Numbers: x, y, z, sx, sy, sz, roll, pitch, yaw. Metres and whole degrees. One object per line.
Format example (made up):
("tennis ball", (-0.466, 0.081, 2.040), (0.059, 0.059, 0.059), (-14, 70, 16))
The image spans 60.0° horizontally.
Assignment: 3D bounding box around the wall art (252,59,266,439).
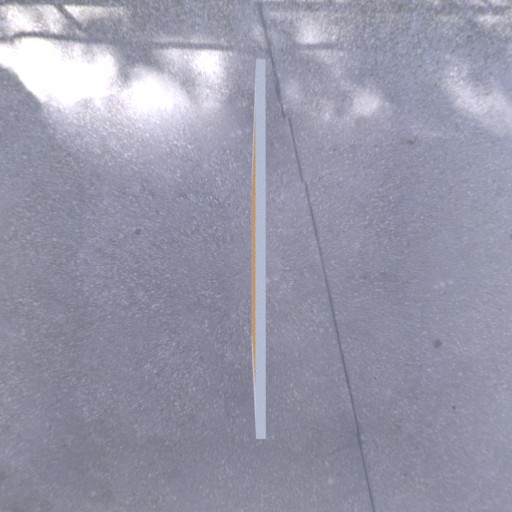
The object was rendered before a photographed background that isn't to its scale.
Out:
("wall art", (0.000, 0.000, 0.857), (0.011, 0.659, 0.454), (0, 88, -1))
